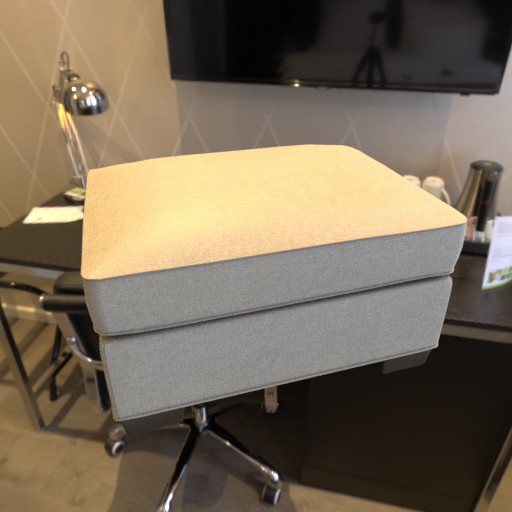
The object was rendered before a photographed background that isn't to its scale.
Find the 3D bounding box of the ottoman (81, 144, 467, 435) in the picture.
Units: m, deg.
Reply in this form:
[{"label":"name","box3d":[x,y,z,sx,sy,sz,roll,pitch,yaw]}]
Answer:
[{"label":"ottoman","box3d":[0.000,0.000,1.236,0.843,0.504,0.619,-9,32,-14]}]
